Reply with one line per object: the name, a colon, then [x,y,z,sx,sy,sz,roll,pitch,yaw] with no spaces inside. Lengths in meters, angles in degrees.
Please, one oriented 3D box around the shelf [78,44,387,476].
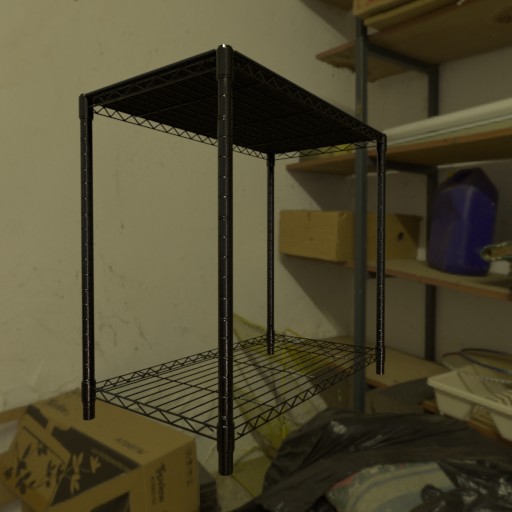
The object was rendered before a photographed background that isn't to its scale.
shelf: [0.000,0.000,0.907,0.338,0.564,0.589,1,2,36]
